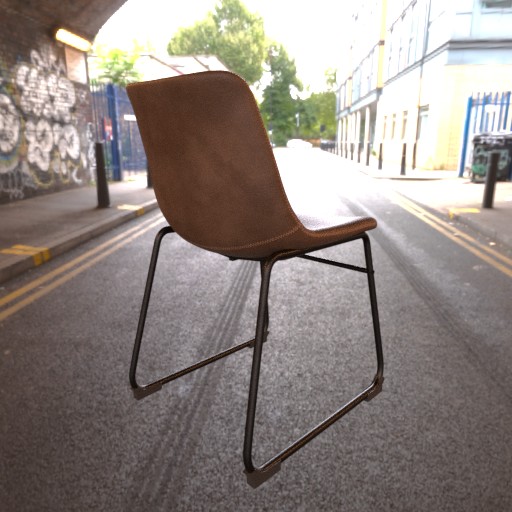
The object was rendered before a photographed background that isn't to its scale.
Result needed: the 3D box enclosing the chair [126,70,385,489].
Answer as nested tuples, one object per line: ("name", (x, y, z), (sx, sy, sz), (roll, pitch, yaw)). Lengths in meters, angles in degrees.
("chair", (0.000, 0.000, 1.092), (0.460, 0.780, 0.551), (14, 20, 43))
